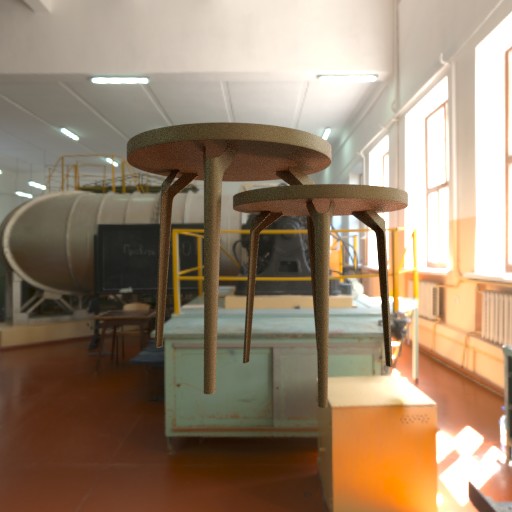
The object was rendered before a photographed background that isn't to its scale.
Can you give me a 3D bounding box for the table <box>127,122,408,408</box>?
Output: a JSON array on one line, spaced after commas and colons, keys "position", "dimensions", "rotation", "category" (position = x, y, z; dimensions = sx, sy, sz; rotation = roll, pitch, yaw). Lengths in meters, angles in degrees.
[{"position": [0.000, 0.000, 1.134], "dimensions": [0.751, 0.555, 0.532], "rotation": [0, 0, 36], "category": "table"}]
